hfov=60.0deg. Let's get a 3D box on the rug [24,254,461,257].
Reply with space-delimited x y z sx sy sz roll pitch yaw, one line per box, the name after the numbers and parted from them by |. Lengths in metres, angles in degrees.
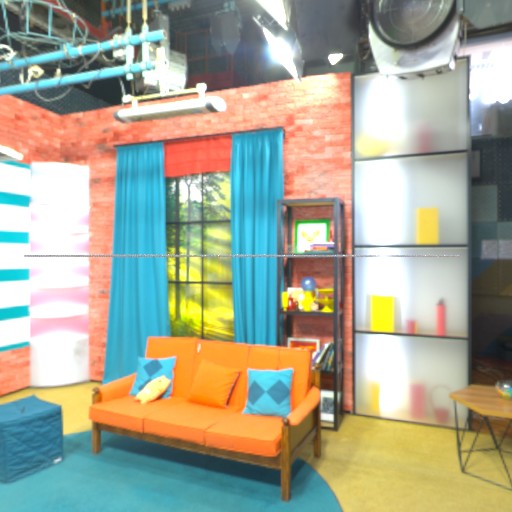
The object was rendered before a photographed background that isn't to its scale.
0.000 0.000 2.031 1.824 0.009 0.562 0 0 -18 | rug
